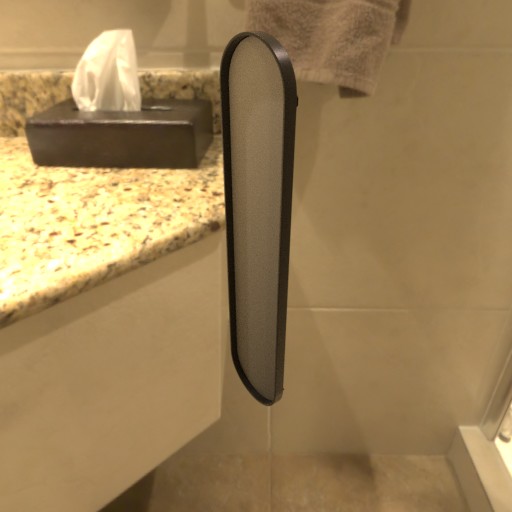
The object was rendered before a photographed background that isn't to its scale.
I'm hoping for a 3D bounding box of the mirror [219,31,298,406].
[{"bbox_3d":[0.000,0.000,1.091,0.032,0.991,0.222,-21,38,-30],"label":"mirror"}]
